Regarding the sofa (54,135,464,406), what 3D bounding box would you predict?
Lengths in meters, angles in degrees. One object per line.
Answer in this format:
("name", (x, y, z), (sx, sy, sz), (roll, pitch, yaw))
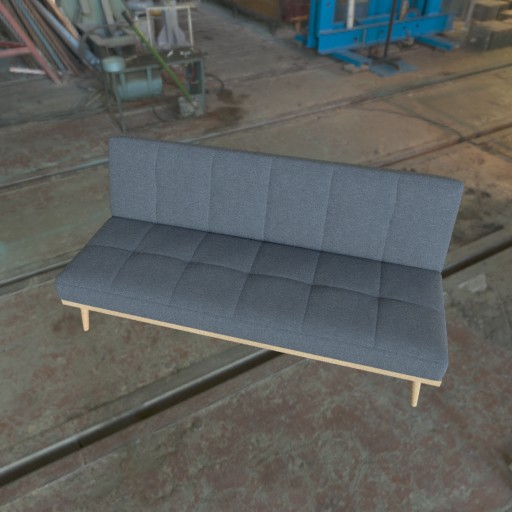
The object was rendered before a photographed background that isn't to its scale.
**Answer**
("sofa", (0.000, 0.000, 2.194), (1.820, 0.770, 0.820), (10, 41, 12))
